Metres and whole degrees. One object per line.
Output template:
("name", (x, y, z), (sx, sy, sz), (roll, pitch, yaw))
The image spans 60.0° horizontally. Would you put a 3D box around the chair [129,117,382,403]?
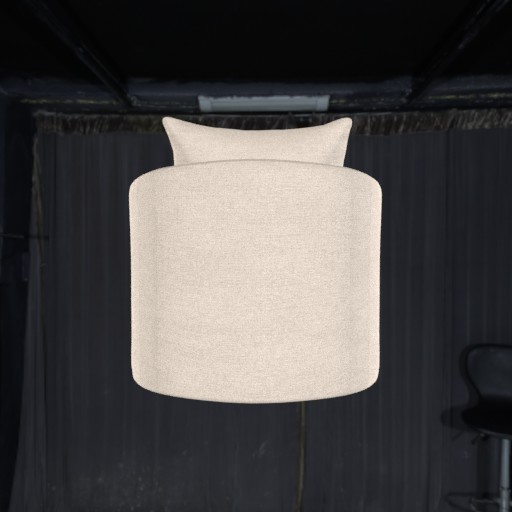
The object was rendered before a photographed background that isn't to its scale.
("chair", (0.000, 0.000, 1.612), (0.845, 0.848, 0.910), (0, 0, 1))
